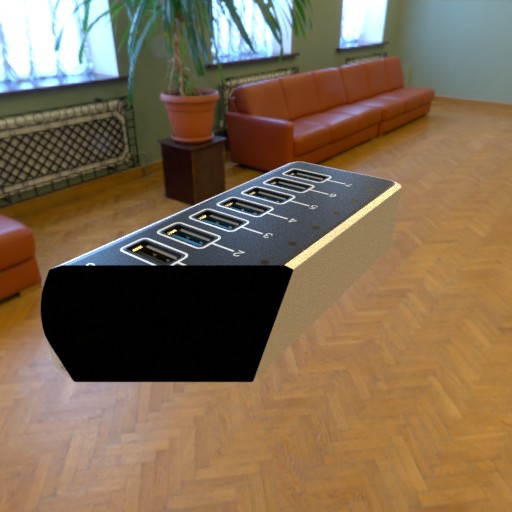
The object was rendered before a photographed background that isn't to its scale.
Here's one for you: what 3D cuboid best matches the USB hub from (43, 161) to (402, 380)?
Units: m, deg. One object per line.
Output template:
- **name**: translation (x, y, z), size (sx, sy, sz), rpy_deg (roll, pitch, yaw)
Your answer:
- **USB hub**: translation (0.000, 0.000, 0.127), size (0.044, 0.023, 0.110), rpy_deg (20, 35, 32)
